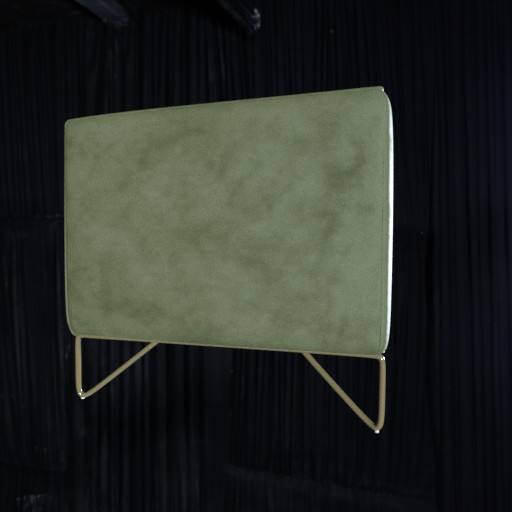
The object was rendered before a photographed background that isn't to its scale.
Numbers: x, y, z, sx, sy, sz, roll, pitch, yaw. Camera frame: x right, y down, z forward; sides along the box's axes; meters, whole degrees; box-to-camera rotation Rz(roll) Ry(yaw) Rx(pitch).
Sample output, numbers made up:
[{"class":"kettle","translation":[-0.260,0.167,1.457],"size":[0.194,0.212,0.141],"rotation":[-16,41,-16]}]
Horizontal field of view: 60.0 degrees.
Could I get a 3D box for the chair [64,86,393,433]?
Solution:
[{"class":"chair","translation":[0.000,0.000,1.519],"size":[0.894,0.790,0.880],"rotation":[0,1,17]}]
